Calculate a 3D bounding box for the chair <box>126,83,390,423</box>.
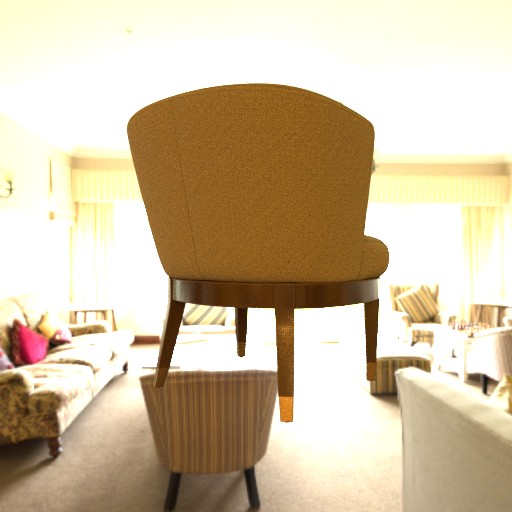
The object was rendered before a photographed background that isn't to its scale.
[{"bbox_3d":[0.000,0.000,1.295,0.700,0.760,0.660,0,1,36],"label":"chair"}]
